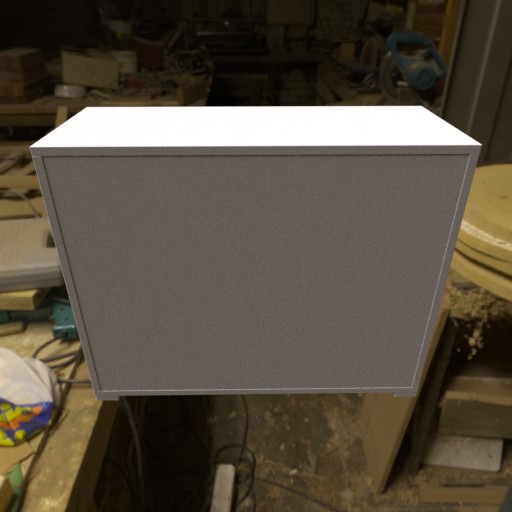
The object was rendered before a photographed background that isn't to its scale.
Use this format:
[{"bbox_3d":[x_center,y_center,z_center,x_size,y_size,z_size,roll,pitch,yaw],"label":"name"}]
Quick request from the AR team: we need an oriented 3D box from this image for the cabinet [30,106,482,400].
[{"bbox_3d":[0.000,0.000,1.354,1.000,0.800,0.400,0,30,-1],"label":"cabinet"}]
